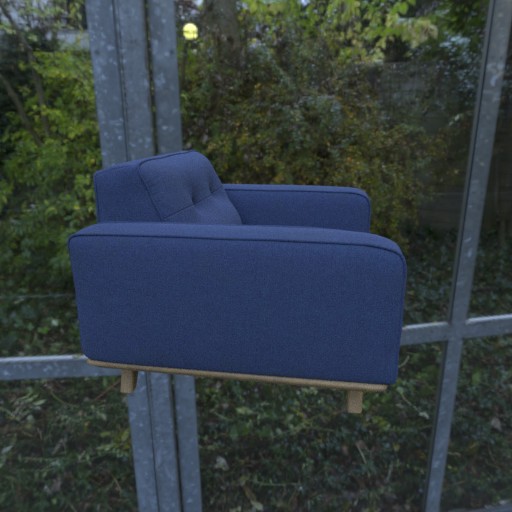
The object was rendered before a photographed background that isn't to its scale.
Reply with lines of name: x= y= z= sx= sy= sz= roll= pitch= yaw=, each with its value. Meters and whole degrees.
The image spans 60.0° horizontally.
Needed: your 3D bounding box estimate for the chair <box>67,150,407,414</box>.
chair: x=0.000 y=0.000 z=1.748 sx=0.953 sy=0.783 sz=1.118 roll=2 pitch=17 yaw=8
